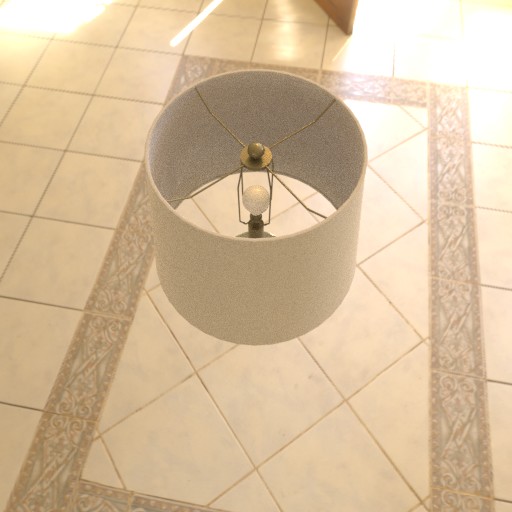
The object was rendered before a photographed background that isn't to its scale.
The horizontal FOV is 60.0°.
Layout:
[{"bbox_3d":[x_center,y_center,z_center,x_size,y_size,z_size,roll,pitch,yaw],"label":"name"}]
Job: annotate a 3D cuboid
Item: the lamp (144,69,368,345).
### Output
[{"bbox_3d":[0.000,0.000,0.550,0.239,0.399,0.239,0,62,0],"label":"lamp"}]
